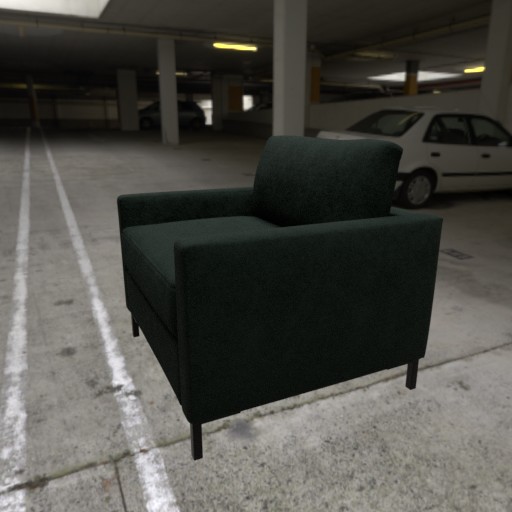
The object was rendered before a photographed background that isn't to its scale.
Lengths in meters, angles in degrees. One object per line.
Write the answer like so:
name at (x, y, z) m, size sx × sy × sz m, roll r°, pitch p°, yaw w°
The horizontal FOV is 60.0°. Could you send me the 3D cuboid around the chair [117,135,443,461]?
chair at (0.000, 0.000, 1.654) m, size 0.866 × 0.861 × 0.963 m, roll -8°, pitch 18°, yaw -25°
